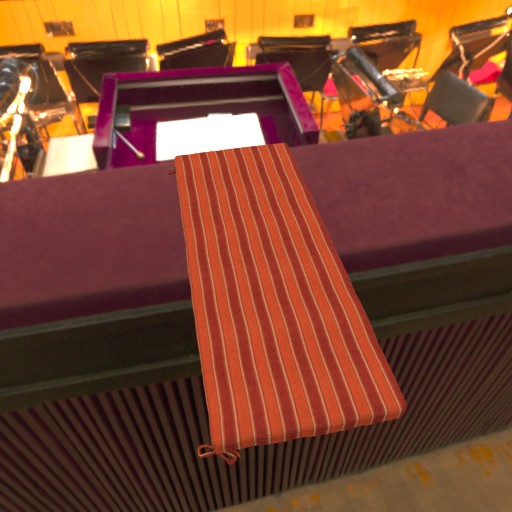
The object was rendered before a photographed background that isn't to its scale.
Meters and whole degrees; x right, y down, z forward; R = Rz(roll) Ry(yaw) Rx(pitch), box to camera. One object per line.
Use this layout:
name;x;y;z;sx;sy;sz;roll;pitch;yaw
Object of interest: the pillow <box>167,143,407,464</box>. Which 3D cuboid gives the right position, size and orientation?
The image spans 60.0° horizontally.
pillow;0.000;0.000;1.389;0.492;0.081;1.187;-8;47;-8
